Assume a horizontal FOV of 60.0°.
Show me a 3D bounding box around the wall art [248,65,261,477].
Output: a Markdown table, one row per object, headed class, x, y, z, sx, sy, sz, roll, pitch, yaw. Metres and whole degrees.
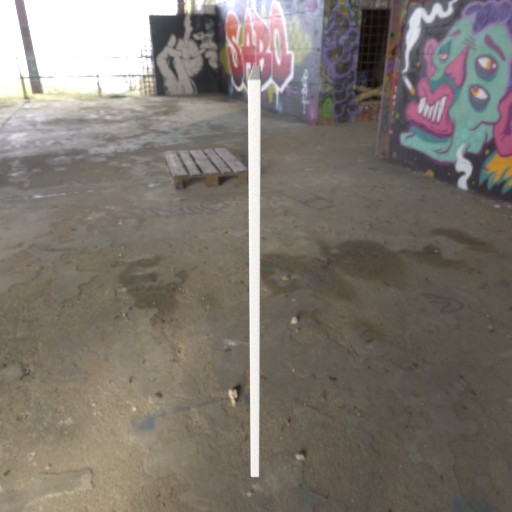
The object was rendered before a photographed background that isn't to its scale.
| class | x | y | z | sx | sy | sz | roll | pitch | yaw |
| --- | --- | --- | --- | --- | --- | --- | --- | --- | --- |
| wall art | 0.000 | 0.000 | 0.623 | 0.011 | 0.482 | 0.329 | 0 | 25 | 0 |
